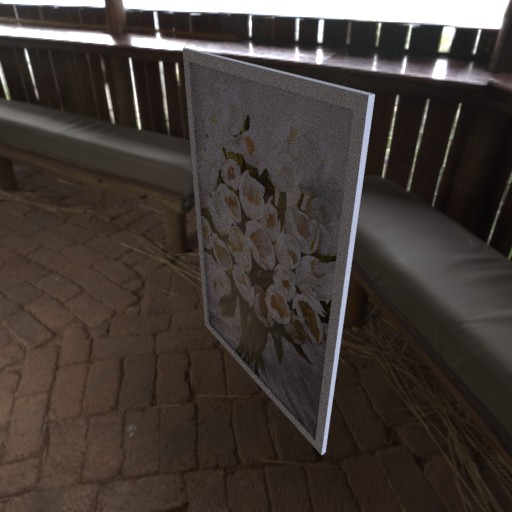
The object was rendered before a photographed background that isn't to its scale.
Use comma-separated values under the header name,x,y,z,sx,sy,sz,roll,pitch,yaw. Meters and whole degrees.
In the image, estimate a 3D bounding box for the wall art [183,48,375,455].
name,x,y,z,sx,sy,sz,roll,pitch,yaw
wall art,0.000,0.000,1.208,0.015,0.965,0.660,-20,38,-29
